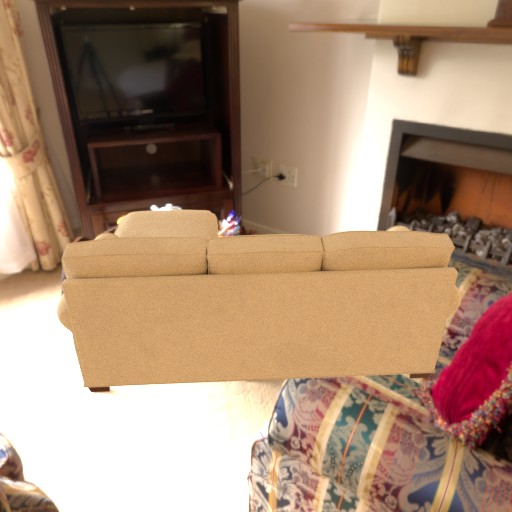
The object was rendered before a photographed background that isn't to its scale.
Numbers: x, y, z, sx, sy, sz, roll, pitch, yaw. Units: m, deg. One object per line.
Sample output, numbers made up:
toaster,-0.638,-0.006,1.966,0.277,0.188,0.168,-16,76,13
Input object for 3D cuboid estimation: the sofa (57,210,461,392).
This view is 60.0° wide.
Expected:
sofa,0.000,0.000,2.432,1.770,0.734,1.226,-2,29,-3
